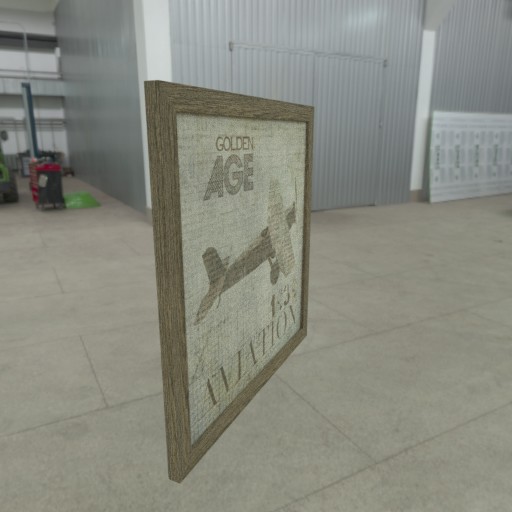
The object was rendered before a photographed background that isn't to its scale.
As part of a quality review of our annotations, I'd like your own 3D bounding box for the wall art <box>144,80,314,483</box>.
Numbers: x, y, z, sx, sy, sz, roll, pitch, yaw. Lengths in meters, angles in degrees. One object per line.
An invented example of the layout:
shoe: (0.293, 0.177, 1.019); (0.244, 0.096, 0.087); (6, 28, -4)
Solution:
wall art: (0.000, 0.000, 0.754); (0.019, 0.508, 0.508); (7, 17, 25)
